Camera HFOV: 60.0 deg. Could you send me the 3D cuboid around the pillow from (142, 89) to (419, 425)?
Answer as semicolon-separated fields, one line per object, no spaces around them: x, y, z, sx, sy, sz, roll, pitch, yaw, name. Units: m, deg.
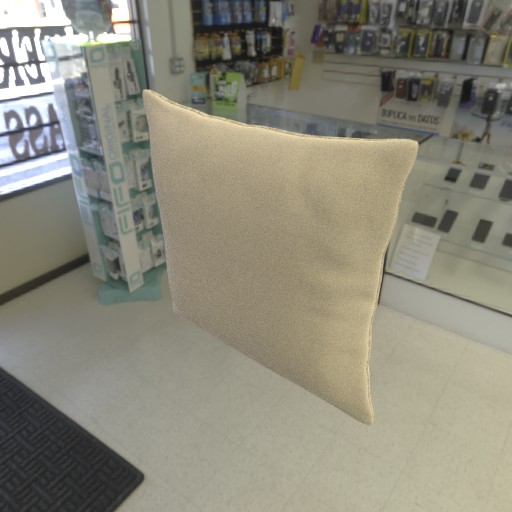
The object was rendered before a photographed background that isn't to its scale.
0.000;0.000;0.793;0.523;0.510;0.166;23;38;33;pillow
